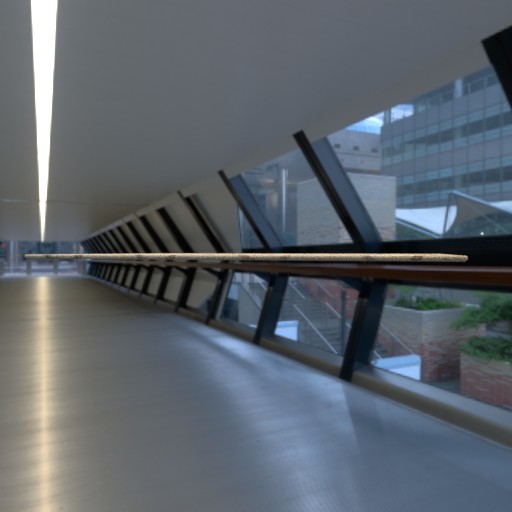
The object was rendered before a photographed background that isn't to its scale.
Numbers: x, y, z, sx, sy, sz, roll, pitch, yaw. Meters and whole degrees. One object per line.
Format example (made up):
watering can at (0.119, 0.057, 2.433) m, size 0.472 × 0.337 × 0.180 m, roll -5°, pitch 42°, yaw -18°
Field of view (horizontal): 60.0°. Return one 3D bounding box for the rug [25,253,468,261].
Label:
rug at (0.000, 0.000, 2.906) m, size 2.348 × 0.024 × 1.501 m, roll 0°, pitch 1°, yaw 19°
